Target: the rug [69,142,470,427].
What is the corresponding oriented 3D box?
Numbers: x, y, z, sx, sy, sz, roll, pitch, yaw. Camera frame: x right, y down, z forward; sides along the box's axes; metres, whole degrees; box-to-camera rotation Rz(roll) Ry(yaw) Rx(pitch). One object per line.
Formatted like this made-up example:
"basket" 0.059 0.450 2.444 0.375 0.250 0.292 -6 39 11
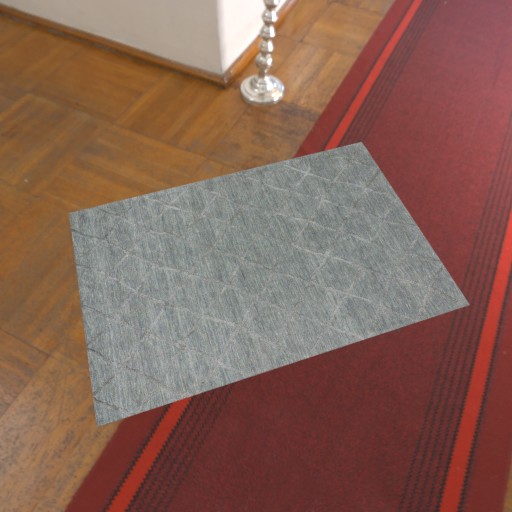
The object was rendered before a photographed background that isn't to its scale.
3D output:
"rug" 0.000 0.000 2.941 2.283 0.006 1.521 -16 58 -10
